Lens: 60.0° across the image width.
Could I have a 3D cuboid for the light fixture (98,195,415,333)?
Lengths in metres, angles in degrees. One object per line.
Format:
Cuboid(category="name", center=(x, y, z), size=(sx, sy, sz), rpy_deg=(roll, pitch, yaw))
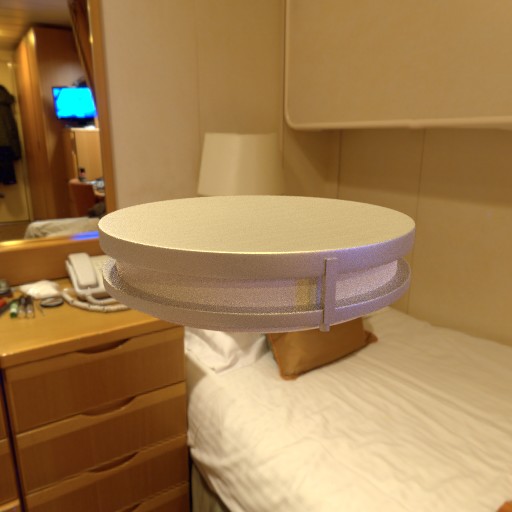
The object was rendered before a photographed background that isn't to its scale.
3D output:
Cuboid(category="light fixture", center=(0.000, 0.000, 0.536), size=(0.356, 0.102, 0.356), rpy_deg=(0, 15, 0))
